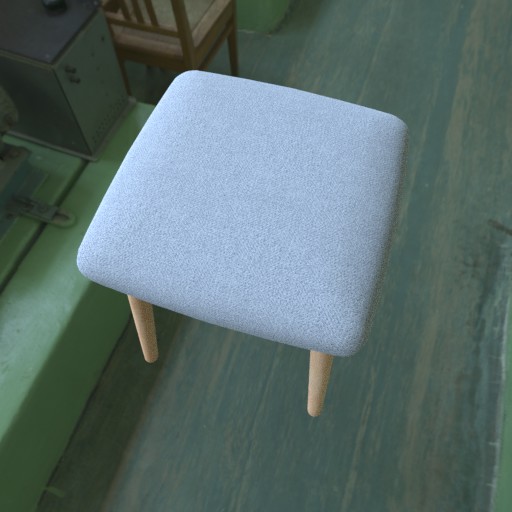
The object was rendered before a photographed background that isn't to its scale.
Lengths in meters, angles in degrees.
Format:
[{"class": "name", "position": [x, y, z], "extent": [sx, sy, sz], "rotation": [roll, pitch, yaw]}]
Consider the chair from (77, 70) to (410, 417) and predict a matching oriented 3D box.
[{"class": "chair", "position": [0.000, 0.000, 0.704], "extent": [0.350, 0.440, 0.350], "rotation": [16, 64, 8]}]
